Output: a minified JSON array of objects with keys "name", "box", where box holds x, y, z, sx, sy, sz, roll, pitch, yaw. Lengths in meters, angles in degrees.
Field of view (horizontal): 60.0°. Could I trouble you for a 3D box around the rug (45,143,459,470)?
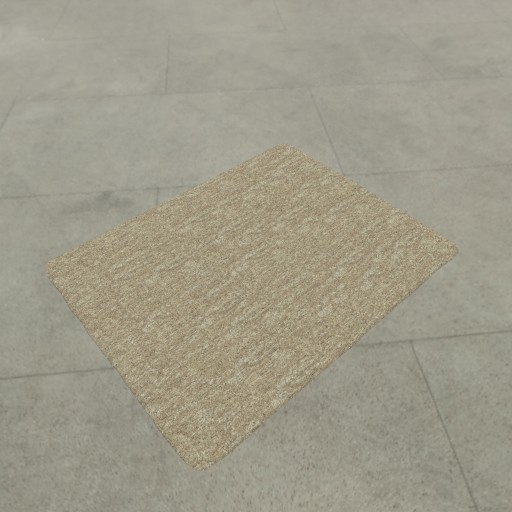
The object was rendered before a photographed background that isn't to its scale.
[{"name":"rug","box":[0.000,0.000,3.779,2.873,0.050,2.242,-33,55,-27]}]
